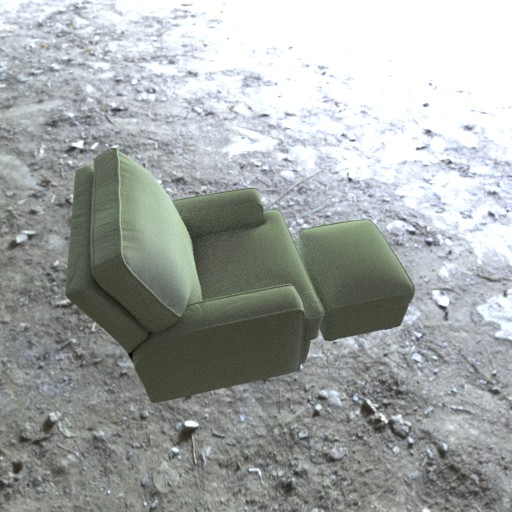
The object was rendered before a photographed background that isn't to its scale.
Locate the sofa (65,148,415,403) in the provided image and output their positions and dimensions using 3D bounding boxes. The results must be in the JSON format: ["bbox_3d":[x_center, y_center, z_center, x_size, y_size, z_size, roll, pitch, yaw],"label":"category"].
[{"bbox_3d":[0.000,0.000,2.085,1.472,0.959,0.861,-10,46,-9],"label":"sofa"}]
